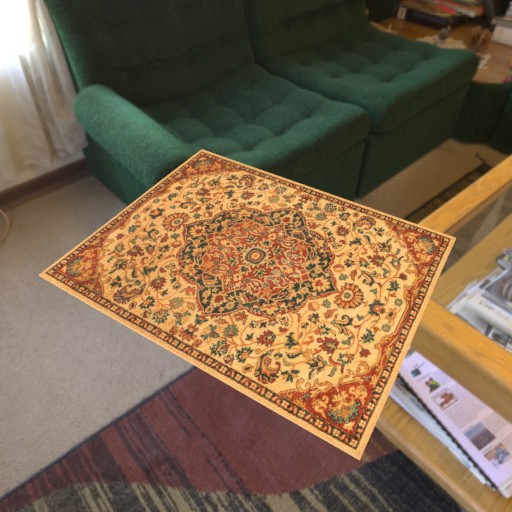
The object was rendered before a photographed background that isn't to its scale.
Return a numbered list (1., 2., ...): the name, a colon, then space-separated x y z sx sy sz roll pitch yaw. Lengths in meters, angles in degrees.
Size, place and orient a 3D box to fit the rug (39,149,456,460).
1. rug: 0.000 0.000 4.137 3.067 0.005 2.454 23 50 22
